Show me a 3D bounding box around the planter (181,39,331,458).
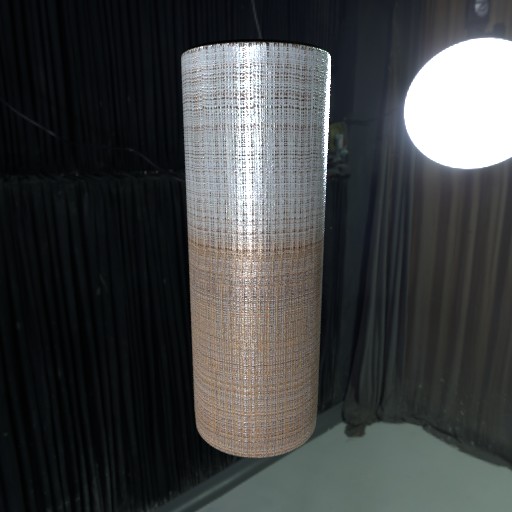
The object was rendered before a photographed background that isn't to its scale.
[{"bbox_3d":[0.000,0.000,0.331,0.099,0.278,0.099,-13,19,-42],"label":"planter"}]
